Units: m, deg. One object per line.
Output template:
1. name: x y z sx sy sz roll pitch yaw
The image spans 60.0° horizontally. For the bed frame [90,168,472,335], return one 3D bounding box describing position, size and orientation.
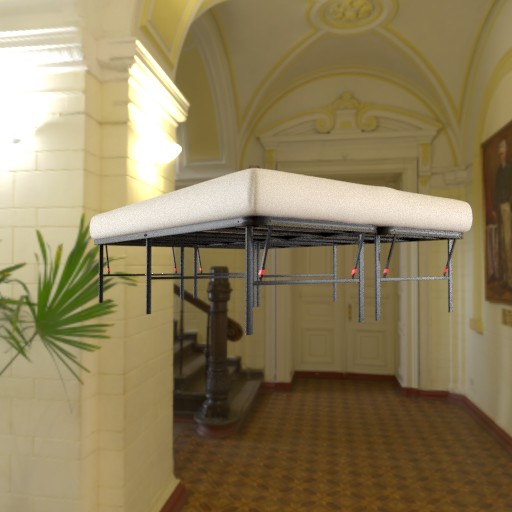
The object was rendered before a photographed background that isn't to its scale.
1. bed frame: 0.000 0.000 2.915 1.584 0.667 2.151 1 -2 -36
